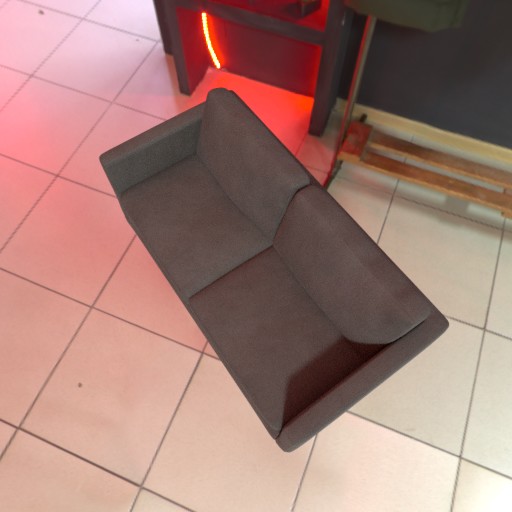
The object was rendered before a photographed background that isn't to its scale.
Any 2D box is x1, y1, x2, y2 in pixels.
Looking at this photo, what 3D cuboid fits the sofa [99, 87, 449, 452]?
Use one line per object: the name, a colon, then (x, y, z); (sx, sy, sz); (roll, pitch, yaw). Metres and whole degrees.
sofa: (0.000, 0.000, 2.529); (0.950, 0.963, 1.884); (-32, 68, -15)
